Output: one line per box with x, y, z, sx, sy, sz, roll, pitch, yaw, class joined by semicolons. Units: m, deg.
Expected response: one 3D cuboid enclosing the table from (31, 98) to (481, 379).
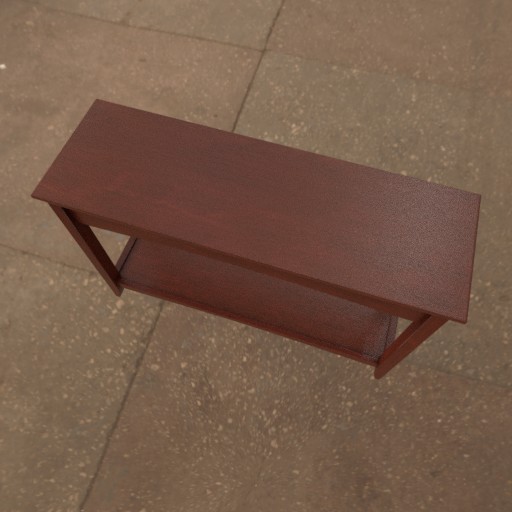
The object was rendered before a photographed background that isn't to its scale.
0.000;0.000;1.553;1.188;0.739;0.392;16;64;8;table
